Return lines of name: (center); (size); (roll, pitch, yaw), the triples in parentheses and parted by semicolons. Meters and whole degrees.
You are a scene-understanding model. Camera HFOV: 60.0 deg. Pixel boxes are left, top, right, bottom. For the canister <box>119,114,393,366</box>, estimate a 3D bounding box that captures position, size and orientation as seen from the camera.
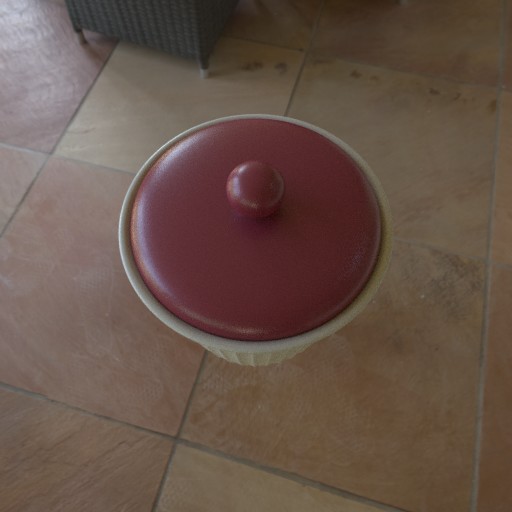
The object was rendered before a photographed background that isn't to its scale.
canister: (0.000, 0.000, 0.346); (0.181, 0.211, 0.181); (0, 64, 0)
